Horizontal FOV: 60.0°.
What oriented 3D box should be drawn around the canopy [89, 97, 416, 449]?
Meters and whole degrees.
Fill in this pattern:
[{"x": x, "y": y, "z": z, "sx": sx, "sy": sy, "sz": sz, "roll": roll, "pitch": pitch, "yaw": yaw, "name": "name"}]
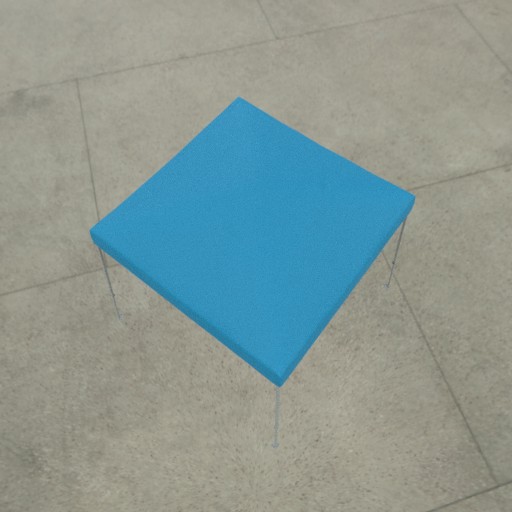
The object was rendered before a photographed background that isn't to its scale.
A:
[{"x": 0.000, "y": 0.000, "z": 5.257, "sx": 2.849, "sy": 2.850, "sz": 2.850, "roll": 34, "pitch": 67, "yaw": 17, "name": "canopy"}]
